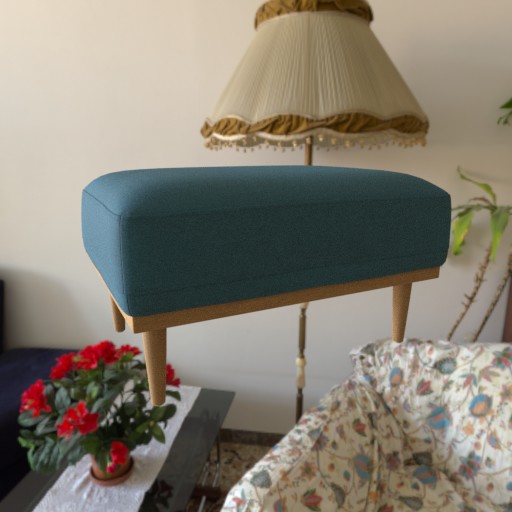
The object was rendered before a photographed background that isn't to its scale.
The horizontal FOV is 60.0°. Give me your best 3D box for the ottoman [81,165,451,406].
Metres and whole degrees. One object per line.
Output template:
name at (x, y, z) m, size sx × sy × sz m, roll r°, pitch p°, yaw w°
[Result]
ottoman at (0.000, 0.000, 1.089) m, size 0.749 × 0.428 × 0.549 m, roll -7°, pitch 15°, yaw -26°
